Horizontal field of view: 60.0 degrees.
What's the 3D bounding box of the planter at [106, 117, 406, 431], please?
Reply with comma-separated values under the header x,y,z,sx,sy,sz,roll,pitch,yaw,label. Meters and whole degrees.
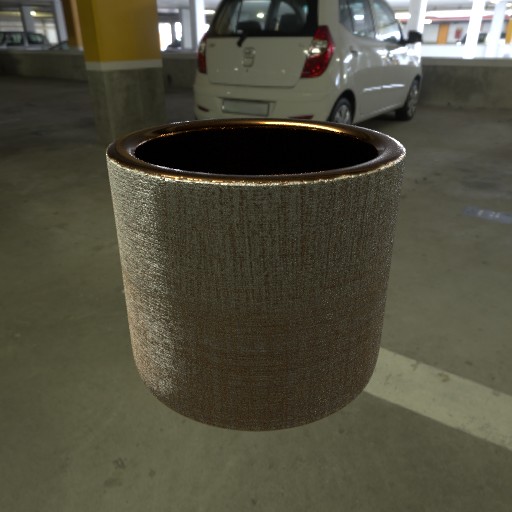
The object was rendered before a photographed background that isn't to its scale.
x,y,z,sx,sy,sz,roll,pitch,yaw,label
0.000,0.000,0.302,0.177,0.157,0.177,0,26,0,planter
